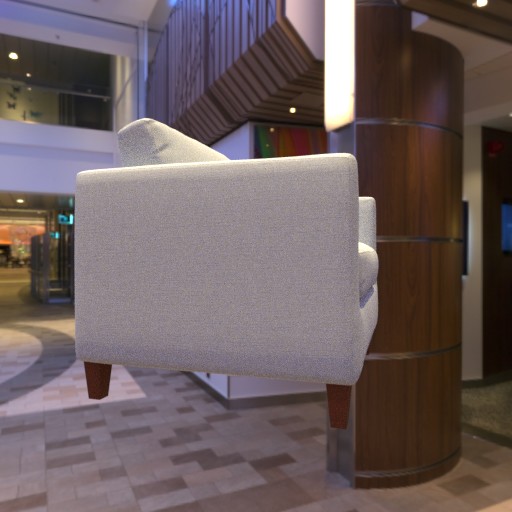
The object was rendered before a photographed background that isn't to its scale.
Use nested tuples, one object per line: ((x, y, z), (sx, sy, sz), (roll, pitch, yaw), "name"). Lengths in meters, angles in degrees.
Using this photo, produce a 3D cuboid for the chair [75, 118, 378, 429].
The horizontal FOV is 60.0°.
((0.000, 0.000, 1.831), (0.953, 0.961, 1.107), (0, 0, 18), "chair")
